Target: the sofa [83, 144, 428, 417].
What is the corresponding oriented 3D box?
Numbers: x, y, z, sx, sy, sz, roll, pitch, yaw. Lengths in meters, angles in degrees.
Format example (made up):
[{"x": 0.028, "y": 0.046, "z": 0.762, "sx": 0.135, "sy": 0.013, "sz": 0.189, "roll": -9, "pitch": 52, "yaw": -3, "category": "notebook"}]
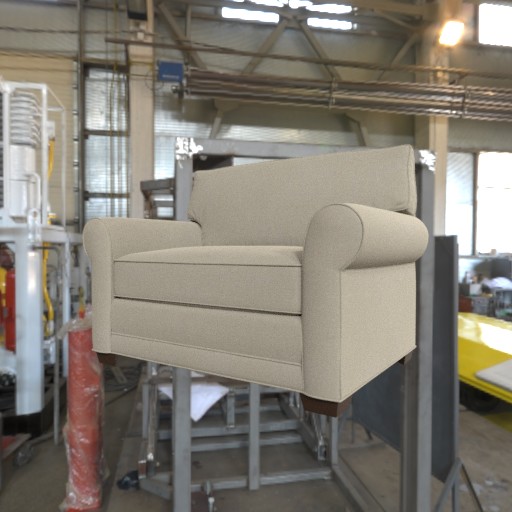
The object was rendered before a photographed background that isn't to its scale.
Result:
[{"x": 0.000, "y": 0.000, "z": 2.097, "sx": 1.405, "sy": 1.006, "sz": 0.937, "roll": 1, "pitch": 1, "yaw": 34, "category": "sofa"}]
